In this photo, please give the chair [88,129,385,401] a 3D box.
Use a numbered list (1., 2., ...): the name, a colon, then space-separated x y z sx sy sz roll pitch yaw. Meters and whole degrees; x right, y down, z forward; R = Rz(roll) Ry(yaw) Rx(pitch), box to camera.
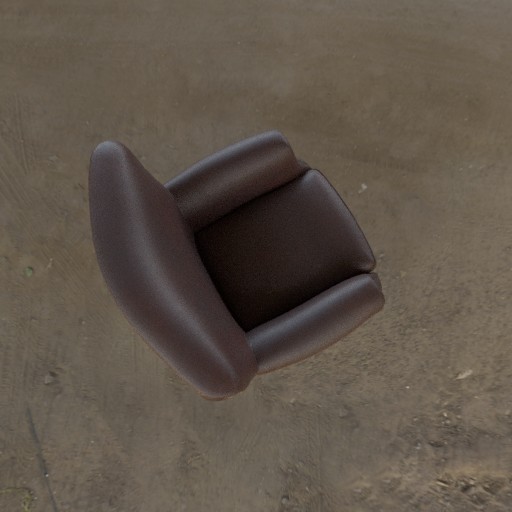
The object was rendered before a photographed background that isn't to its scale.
1. chair: 0.000 0.000 1.386 0.746 0.800 0.700 -27 76 -7
